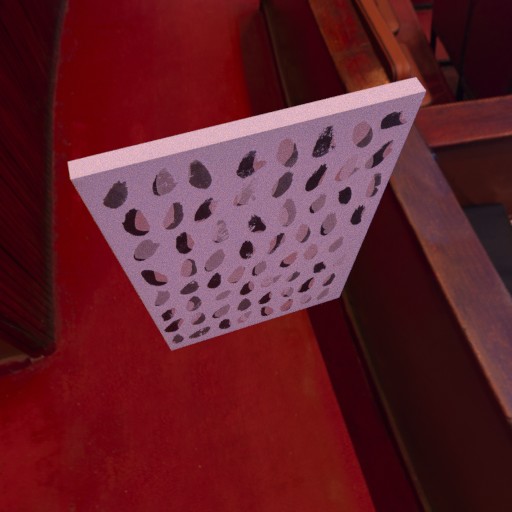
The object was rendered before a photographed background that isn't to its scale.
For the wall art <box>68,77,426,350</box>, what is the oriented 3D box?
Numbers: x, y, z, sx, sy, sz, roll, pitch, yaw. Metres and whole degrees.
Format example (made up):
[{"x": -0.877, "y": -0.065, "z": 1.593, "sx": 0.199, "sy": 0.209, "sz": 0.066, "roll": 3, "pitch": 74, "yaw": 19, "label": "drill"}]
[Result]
[{"x": 0.000, "y": 0.000, "z": 1.133, "sx": 0.610, "sy": 0.916, "sz": 0.037, "roll": -16, "pitch": 63, "yaw": -9, "label": "wall art"}]
